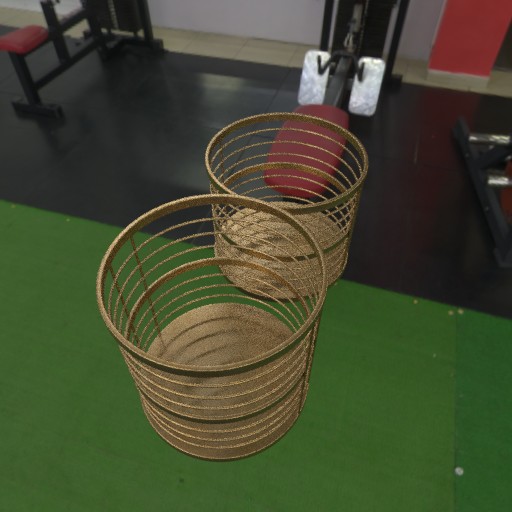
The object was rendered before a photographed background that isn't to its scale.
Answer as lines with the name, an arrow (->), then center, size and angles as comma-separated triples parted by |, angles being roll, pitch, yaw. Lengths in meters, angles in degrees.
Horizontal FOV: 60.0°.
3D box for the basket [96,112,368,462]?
basket -> 0.000, 0.000, 0.941 | 0.356, 0.351, 0.746 | 15, 49, 13
